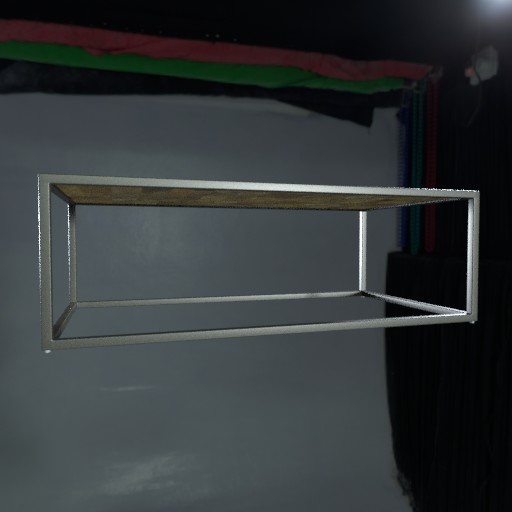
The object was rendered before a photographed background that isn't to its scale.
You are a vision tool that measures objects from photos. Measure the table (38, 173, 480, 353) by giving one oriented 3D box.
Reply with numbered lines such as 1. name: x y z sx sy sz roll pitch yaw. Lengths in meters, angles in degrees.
1. table: 0.000 0.000 1.462 1.199 0.398 0.649 -1 2 -17
